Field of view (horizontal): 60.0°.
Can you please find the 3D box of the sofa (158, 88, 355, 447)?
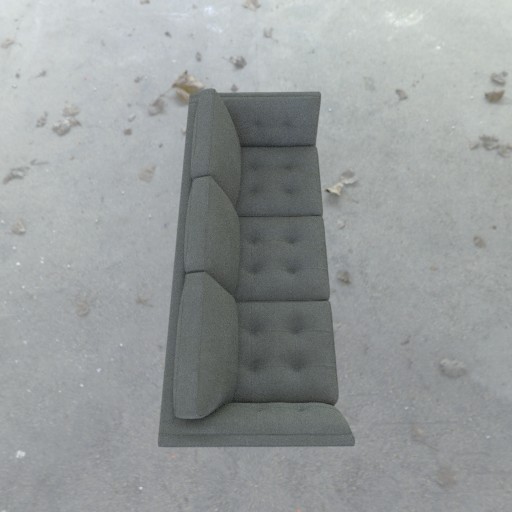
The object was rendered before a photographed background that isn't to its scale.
[{"bbox_3d":[0.000,0.000,2.957,0.965,0.940,2.387,0,63,0],"label":"sofa"}]
